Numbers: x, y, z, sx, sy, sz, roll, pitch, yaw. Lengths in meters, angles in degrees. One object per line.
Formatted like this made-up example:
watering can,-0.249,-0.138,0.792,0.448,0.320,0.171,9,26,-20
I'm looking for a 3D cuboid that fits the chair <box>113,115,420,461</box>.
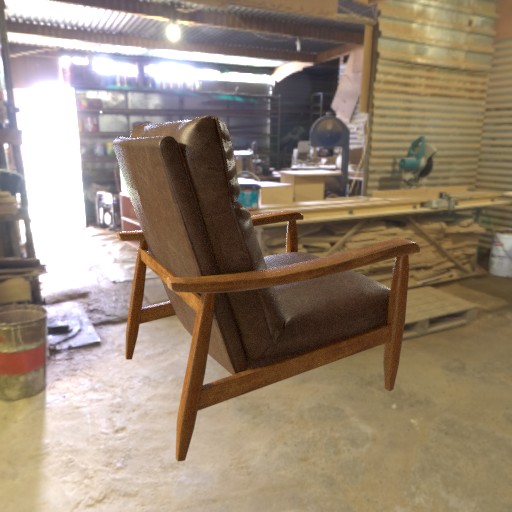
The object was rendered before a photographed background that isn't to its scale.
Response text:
chair,0.000,0.000,1.545,0.830,0.897,0.782,-8,17,-27
